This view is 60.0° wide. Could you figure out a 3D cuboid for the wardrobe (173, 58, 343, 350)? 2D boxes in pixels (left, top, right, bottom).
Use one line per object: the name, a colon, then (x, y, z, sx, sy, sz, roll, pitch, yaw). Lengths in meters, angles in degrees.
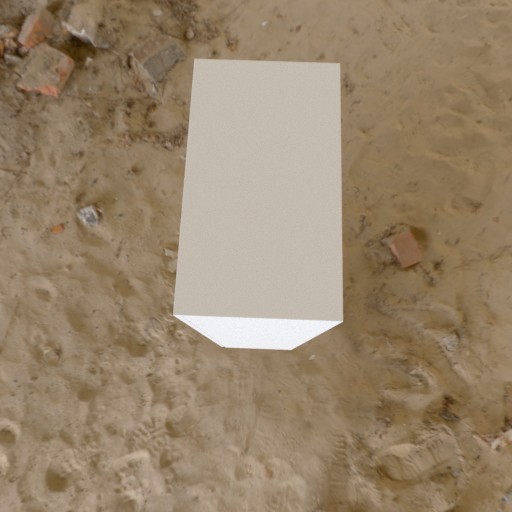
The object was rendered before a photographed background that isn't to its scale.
wardrobe: (0.000, 0.000, 2.041, 0.470, 1.700, 0.760, 2, 76, 1)
